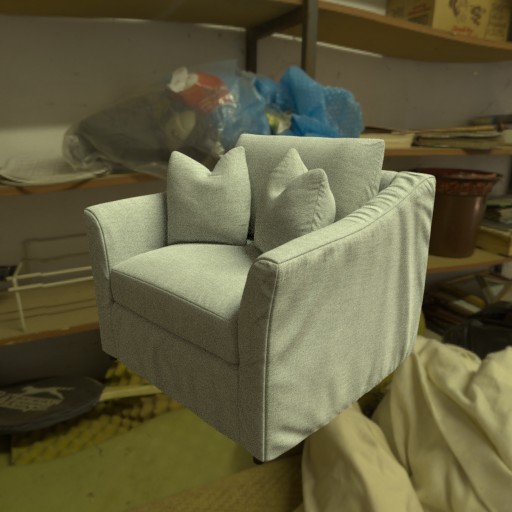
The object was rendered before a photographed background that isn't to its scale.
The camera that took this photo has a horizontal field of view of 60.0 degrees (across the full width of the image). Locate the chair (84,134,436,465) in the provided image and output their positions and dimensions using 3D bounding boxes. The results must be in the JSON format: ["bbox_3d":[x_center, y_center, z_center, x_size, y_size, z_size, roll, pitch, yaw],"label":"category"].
[{"bbox_3d":[0.000,0.000,2.038,1.194,1.059,1.071,16,23,42],"label":"chair"}]
